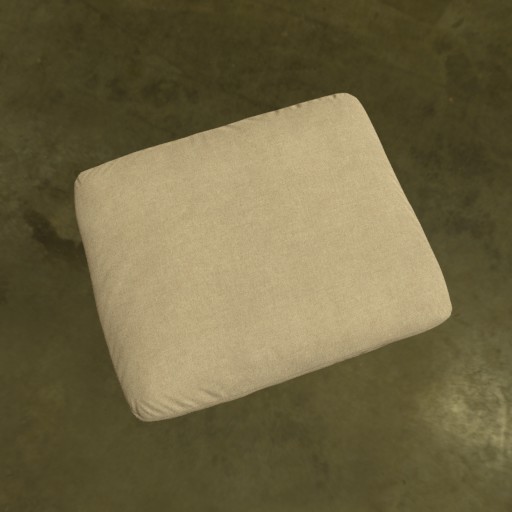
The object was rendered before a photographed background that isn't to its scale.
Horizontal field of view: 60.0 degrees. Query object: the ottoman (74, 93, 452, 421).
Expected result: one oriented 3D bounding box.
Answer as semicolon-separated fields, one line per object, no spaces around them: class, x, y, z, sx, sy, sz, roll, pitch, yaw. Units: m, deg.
ottoman;0.000;0.000;1.238;0.837;0.481;0.683;-18;76;-5
